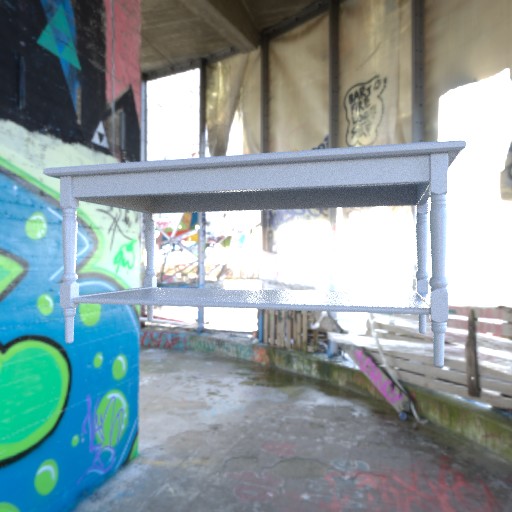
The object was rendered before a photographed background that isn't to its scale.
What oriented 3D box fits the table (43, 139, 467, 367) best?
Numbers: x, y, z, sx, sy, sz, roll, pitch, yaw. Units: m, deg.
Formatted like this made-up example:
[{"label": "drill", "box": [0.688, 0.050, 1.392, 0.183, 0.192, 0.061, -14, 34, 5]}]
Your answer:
[{"label": "table", "box": [0.000, 0.000, 1.376, 1.109, 0.506, 0.551, 0, 0, 16]}]
